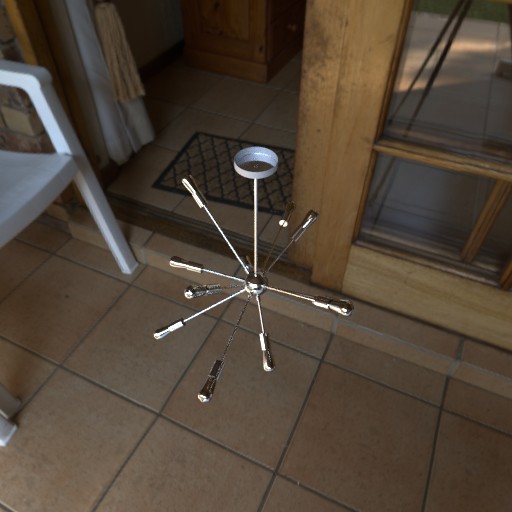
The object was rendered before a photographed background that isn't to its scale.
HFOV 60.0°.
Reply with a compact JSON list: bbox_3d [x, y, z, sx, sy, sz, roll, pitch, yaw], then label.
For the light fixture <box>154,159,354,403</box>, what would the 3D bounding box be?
[{"bbox_3d":[0.000,0.000,1.078,0.509,0.558,0.684,14,48,13],"label":"light fixture"}]
